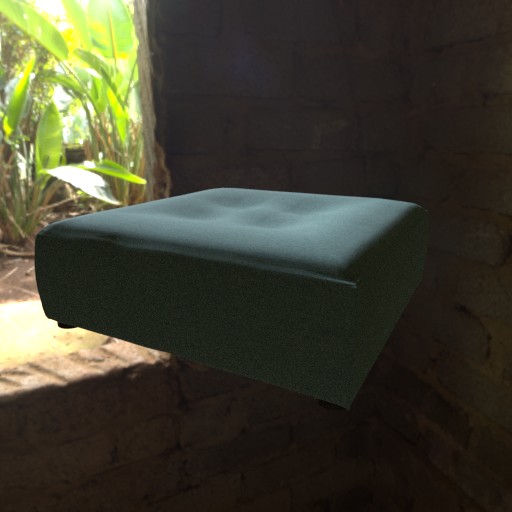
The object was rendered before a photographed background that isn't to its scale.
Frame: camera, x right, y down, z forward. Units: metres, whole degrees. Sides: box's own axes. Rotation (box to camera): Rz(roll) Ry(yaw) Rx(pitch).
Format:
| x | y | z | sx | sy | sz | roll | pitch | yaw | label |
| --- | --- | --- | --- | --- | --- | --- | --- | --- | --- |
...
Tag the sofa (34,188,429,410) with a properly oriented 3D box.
| x | y | z | sx | sy | sz | roll | pitch | yaw | label |
| --- | --- | --- | --- | --- | --- | --- | --- | --- | --- |
| 0.000 | 0.000 | 1.443 | 0.930 | 0.330 | 0.930 | 8 | 18 | 27 | sofa |
